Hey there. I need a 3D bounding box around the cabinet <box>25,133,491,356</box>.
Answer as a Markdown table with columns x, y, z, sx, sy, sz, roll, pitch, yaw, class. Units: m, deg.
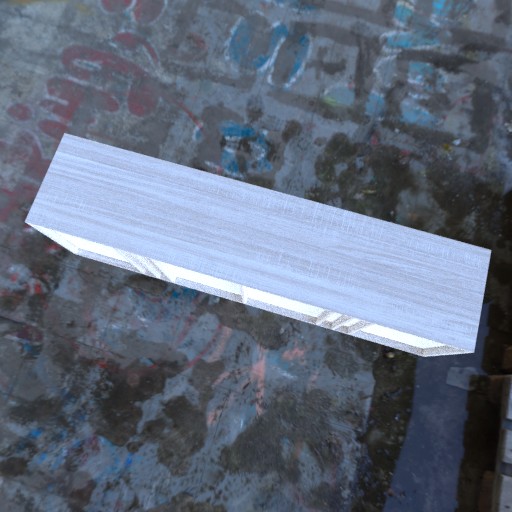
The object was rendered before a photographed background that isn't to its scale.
| x | y | z | sx | sy | sz | roll | pitch | yaw | class |
| --- | --- | --- | --- | --- | --- | --- | --- | --- | --- |
| 0.000 | 0.000 | 2.517 | 2.200 | 0.780 | 0.500 | 16 | 76 | 4 | cabinet |
